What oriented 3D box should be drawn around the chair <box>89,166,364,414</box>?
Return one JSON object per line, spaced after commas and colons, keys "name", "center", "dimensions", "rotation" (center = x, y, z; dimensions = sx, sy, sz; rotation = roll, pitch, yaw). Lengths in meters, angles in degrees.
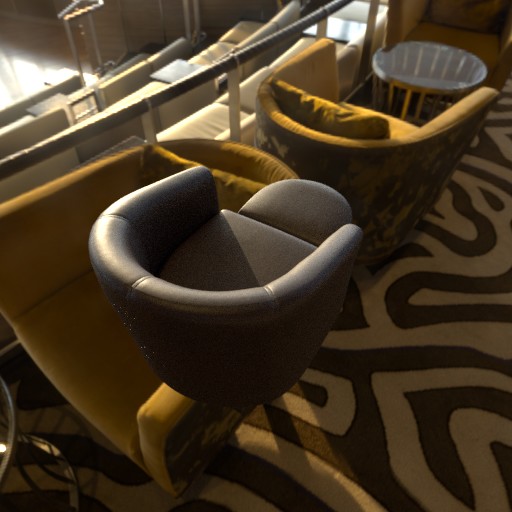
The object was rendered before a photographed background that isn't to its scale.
{"name": "chair", "center": [0.000, 0.000, 1.693], "dimensions": [0.737, 0.755, 1.176], "rotation": [25, 51, 22]}
